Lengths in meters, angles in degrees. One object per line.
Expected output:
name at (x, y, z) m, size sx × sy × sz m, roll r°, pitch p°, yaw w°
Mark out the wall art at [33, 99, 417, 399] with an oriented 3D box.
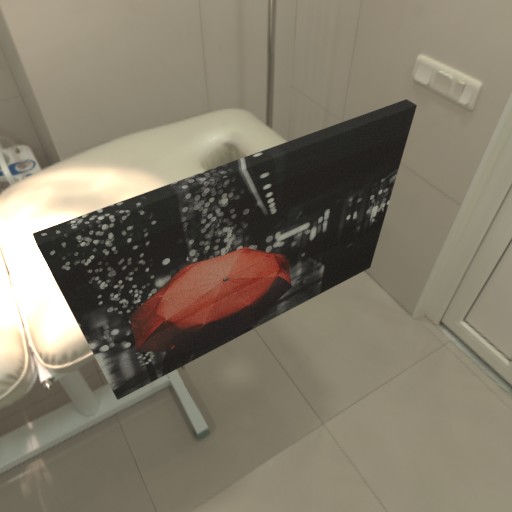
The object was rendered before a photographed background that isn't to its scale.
wall art at (0.000, 0.000, 1.164) m, size 0.914 × 0.609 × 0.038 m, roll -25°, pitch 52°, yaw -21°
